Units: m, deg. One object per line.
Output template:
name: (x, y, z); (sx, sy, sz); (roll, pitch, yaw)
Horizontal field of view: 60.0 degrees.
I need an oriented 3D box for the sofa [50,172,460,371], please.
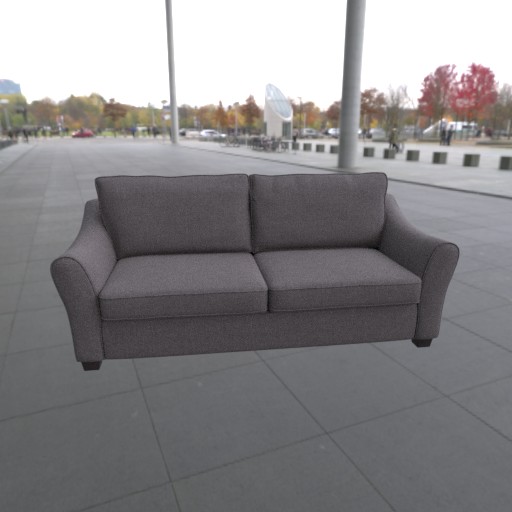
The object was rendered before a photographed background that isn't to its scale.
sofa: (0.000, 0.000, 2.775); (2.203, 0.976, 1.013); (-2, 16, -8)
